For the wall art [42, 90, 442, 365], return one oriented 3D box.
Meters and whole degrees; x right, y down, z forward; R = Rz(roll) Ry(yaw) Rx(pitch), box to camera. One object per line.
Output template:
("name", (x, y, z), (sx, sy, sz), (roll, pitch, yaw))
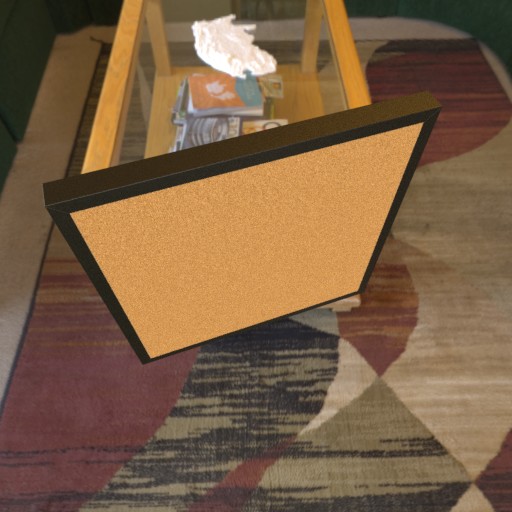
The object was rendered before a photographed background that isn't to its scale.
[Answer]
("wall art", (0.000, 0.000, 0.756), (0.508, 0.508, 0.036), (-16, 58, -11))
